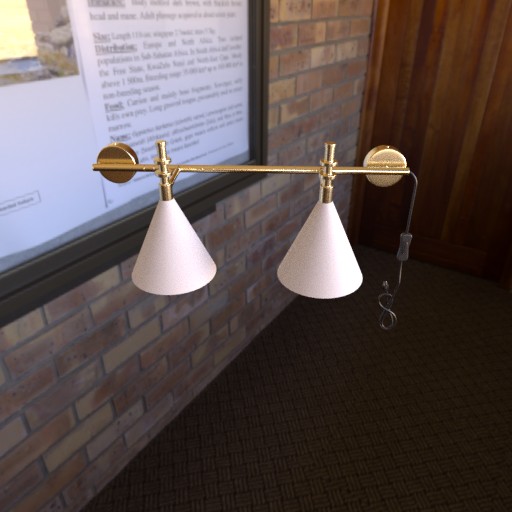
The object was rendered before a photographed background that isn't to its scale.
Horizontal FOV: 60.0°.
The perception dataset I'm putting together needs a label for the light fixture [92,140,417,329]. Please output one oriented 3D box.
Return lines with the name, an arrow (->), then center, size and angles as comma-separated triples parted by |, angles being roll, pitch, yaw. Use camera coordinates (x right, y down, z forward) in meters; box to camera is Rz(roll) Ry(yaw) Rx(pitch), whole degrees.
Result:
light fixture -> 0.000, 0.000, 0.863 | 0.642, 0.468, 0.239 | 1, 30, 2
